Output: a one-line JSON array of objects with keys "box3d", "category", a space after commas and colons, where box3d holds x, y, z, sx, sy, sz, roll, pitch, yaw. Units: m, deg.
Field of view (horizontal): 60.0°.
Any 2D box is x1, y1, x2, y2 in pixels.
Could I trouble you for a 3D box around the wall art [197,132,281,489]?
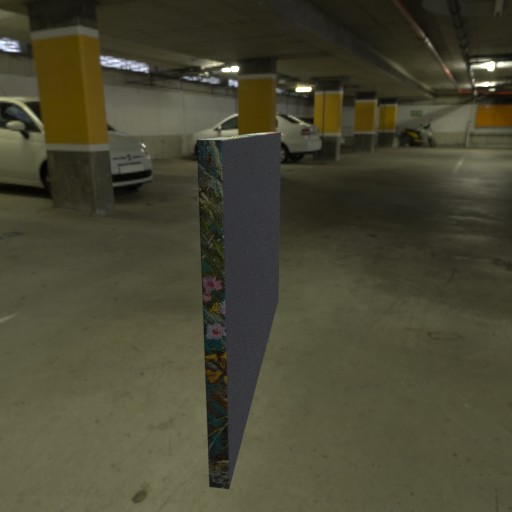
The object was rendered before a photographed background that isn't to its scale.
[{"box3d": [0.000, 0.000, 1.141, 0.037, 0.604, 0.908, 2, 16, 8], "category": "wall art"}]
